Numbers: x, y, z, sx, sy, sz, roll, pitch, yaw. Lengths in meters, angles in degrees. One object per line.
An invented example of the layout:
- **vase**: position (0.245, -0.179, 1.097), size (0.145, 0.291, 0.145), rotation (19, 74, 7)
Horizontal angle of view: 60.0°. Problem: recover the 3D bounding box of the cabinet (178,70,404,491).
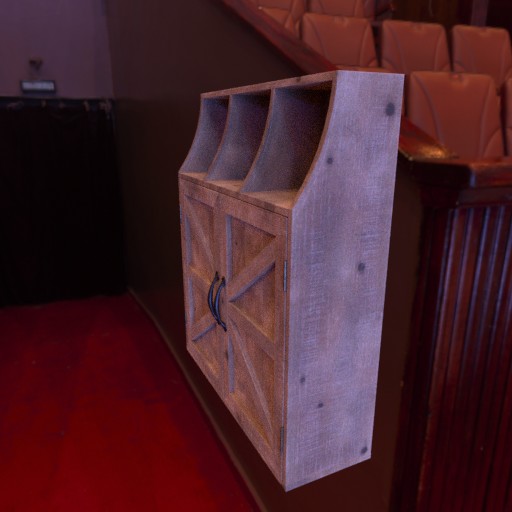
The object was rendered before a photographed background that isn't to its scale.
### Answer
- **cabinet**: position (0.000, 0.000, 0.821), size (0.184, 0.590, 0.489), rotation (-8, 18, -25)
